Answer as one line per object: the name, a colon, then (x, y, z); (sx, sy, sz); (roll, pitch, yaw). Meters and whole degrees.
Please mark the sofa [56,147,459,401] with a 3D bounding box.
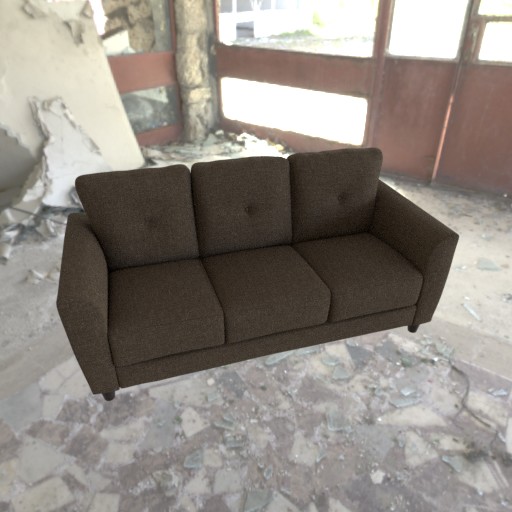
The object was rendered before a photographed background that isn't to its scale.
sofa: (0.000, 0.000, 2.338); (1.847, 0.891, 0.837); (-9, 32, -15)
